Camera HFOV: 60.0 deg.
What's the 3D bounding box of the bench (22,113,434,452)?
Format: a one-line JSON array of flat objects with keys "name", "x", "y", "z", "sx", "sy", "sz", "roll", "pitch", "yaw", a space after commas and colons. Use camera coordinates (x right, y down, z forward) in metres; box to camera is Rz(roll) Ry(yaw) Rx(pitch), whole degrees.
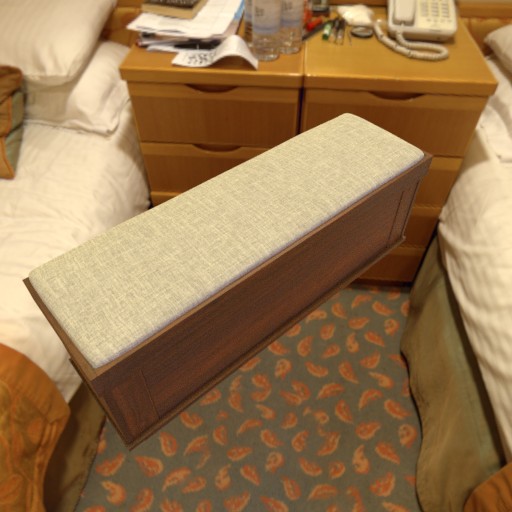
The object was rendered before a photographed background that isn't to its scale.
[{"name": "bench", "x": 0.000, "y": 0.000, "z": 1.390, "sx": 1.196, "sy": 0.468, "sz": 0.367, "roll": -32, "pitch": 54, "yaw": -27}]
